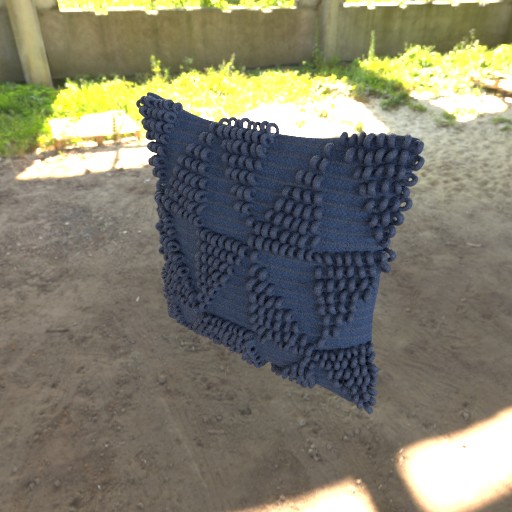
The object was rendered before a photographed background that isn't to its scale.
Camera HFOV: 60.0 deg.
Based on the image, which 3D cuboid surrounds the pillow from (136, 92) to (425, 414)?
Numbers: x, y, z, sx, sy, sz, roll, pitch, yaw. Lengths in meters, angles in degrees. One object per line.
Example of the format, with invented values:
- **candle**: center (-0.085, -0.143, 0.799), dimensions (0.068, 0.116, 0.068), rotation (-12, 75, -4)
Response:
- **pillow**: center (0.000, 0.000, 0.728), dimensions (0.469, 0.466, 0.172), rotation (19, 35, 29)
